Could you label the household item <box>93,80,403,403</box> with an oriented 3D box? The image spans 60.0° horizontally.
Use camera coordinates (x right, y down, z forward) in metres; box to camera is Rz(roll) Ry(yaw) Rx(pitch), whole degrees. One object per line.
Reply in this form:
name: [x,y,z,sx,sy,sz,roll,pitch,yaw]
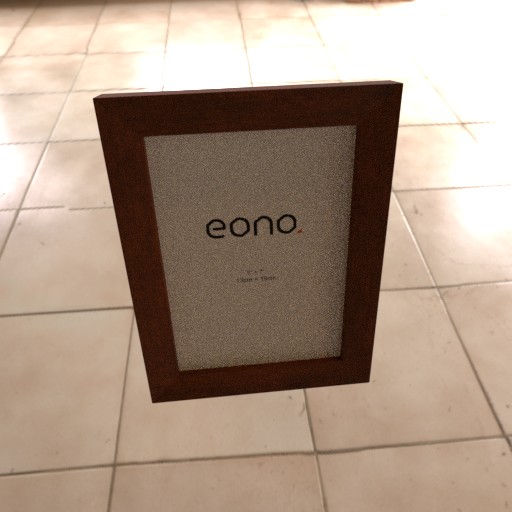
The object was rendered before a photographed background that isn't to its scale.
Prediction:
household item: [0.000,0.000,0.287,0.160,0.204,0.096,-4,47,-4]
